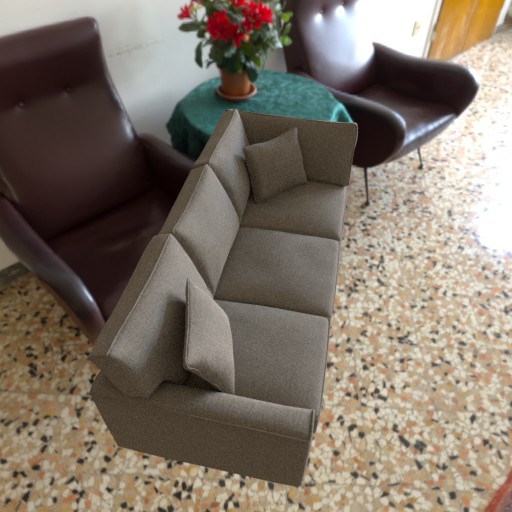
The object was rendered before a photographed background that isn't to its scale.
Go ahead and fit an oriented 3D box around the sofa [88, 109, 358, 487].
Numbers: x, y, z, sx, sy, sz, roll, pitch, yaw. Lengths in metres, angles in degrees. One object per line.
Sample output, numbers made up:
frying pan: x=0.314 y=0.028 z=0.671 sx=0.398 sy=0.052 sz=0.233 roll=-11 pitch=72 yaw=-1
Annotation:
sofa: x=0.000 y=0.000 z=2.793 sx=1.061 sy=0.962 sz=2.317 roll=8 pitch=46 yaw=8
